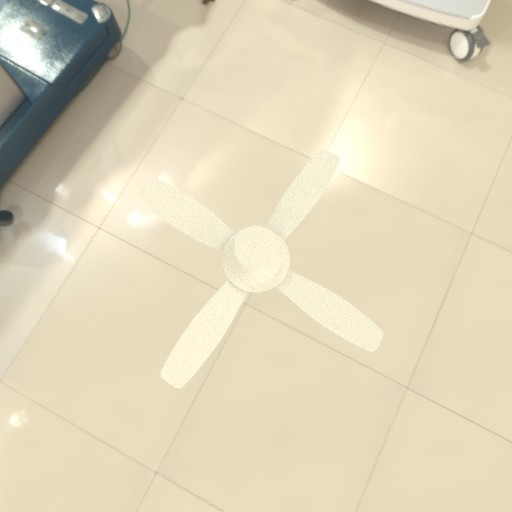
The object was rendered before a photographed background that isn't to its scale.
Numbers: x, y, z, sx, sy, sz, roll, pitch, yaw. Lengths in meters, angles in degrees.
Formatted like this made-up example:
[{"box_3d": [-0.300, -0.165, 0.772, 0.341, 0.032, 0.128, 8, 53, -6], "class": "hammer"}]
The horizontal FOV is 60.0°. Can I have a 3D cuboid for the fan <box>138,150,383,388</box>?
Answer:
[{"box_3d": [0.000, 0.000, 2.518, 1.693, 0.382, 1.694, 34, 78, 8], "class": "fan"}]
